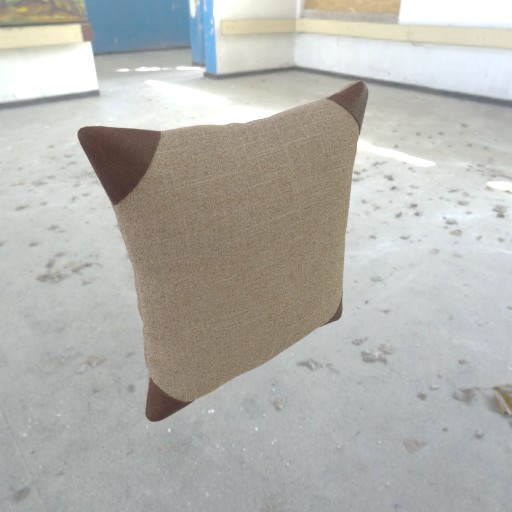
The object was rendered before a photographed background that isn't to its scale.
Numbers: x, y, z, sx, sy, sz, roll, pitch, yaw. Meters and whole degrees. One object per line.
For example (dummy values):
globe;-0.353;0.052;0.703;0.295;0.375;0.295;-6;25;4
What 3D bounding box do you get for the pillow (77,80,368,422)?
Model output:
pillow;0.000;0.000;0.658;0.437;0.448;0.147;-23;38;-33
